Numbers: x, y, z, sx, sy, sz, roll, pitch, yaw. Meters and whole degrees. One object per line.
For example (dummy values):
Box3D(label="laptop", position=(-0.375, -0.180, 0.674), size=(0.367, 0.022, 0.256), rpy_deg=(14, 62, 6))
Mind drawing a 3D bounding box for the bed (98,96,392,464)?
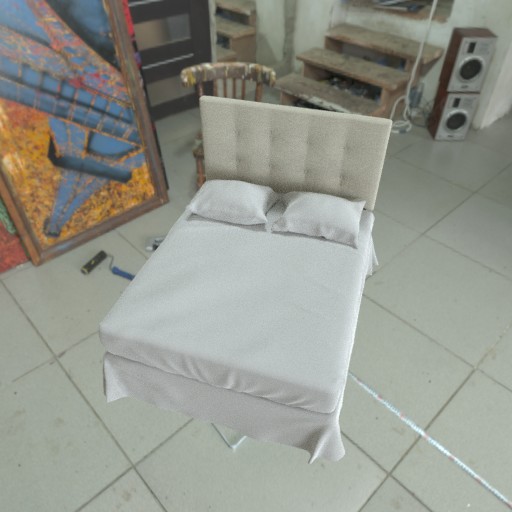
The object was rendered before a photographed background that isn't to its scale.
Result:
Box3D(label="bed", position=(0.000, 0.000, 3.455), size=(1.936, 1.577, 2.222), rpy_deg=(12, 43, 13))
